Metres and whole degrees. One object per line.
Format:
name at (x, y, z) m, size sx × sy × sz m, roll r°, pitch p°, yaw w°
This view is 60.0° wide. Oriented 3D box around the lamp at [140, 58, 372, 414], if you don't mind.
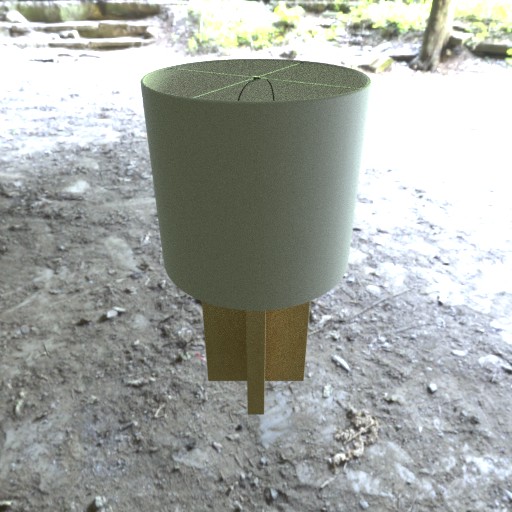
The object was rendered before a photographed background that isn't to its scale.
lamp at (0.000, 0.000, 0.559) m, size 0.229 × 0.428 × 0.229 m, roll 0°, pitch 32°, yaw 0°
